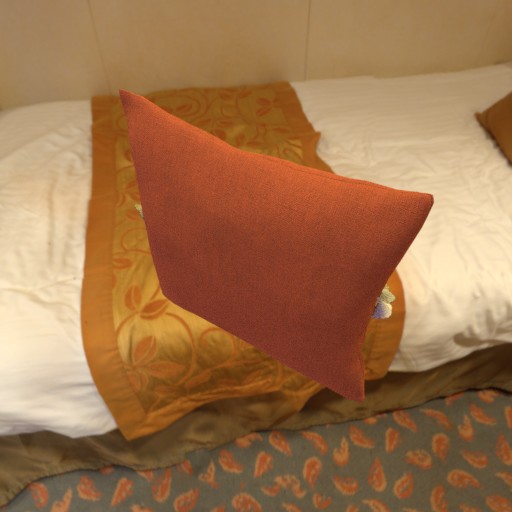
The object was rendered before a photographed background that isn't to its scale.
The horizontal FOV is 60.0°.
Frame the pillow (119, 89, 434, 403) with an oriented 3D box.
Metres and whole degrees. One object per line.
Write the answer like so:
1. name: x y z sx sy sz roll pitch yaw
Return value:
1. pillow: 0.000 0.000 0.746 0.490 0.482 0.165 25 51 22
